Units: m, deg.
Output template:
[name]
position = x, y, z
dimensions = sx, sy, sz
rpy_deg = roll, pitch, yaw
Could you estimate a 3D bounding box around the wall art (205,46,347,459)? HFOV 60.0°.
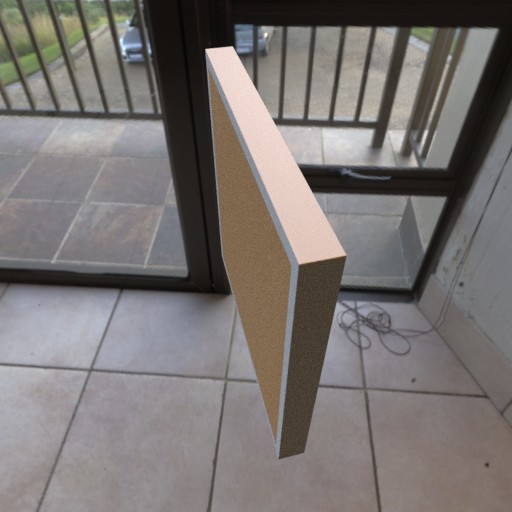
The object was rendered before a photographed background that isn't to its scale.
[wall art]
position = 0.000, 0.000, 0.613
dimensions = 0.038, 0.406, 0.406
rpy_deg = -10, 47, -10
